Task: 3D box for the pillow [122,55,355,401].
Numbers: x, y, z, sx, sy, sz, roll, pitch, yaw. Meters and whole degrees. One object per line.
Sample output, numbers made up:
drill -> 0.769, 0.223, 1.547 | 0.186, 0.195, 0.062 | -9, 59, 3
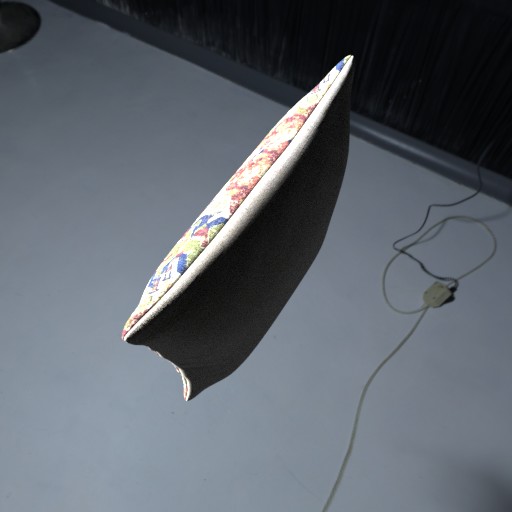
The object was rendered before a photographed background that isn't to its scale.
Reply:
pillow -> 0.000, 0.000, 0.789 | 0.166, 0.506, 0.523 | 31, 68, 14
